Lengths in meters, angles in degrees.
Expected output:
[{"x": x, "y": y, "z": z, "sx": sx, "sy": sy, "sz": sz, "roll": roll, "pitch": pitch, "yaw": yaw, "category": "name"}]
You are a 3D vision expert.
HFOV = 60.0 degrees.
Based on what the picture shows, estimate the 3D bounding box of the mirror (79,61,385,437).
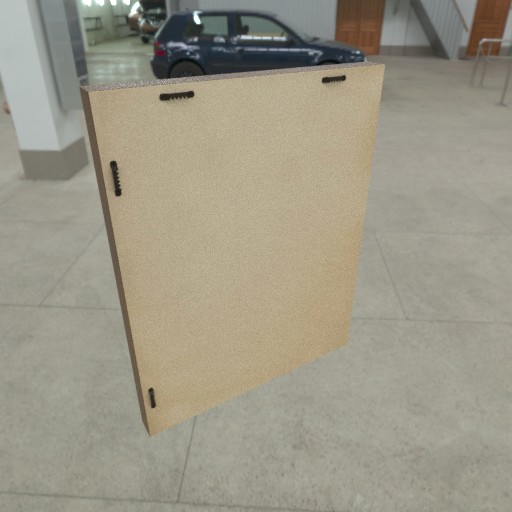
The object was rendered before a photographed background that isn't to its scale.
[{"x": 0.000, "y": 0.000, "z": 0.663, "sx": 0.406, "sy": 0.509, "sz": 0.041, "roll": -17, "pitch": 34, "yaw": -27, "category": "mirror"}]
